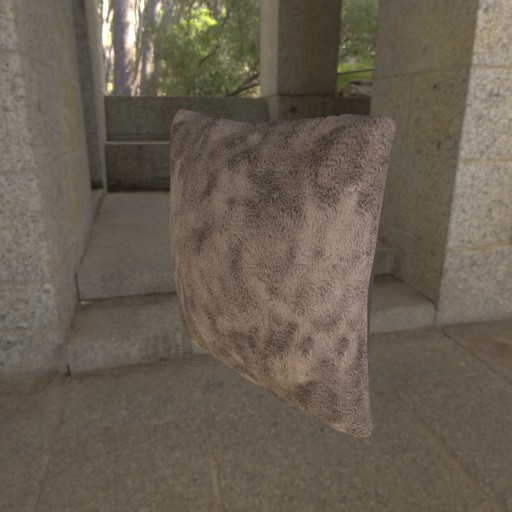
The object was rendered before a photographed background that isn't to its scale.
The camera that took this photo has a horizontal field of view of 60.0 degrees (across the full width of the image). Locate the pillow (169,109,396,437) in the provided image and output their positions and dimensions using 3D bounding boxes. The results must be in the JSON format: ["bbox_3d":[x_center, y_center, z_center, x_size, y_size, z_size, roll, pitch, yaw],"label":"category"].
[{"bbox_3d":[0.000,0.000,0.819,0.204,0.520,0.522,-16,24,-40],"label":"pillow"}]
